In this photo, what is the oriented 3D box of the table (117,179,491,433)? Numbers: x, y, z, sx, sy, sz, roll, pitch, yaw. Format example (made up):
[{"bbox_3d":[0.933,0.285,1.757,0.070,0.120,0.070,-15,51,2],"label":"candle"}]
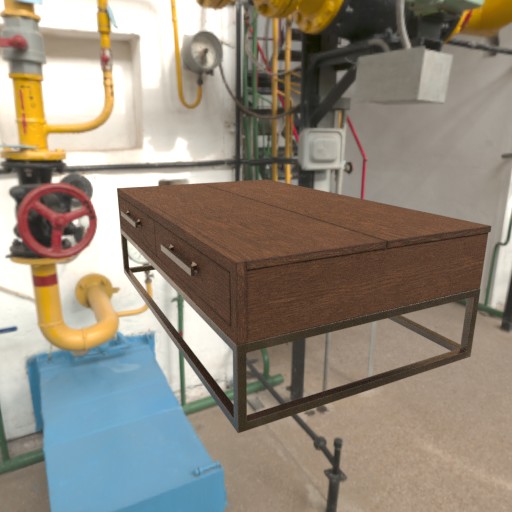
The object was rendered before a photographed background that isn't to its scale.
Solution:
[{"bbox_3d":[0.000,0.000,1.493,0.719,0.361,1.167,-8,18,-26],"label":"table"}]
